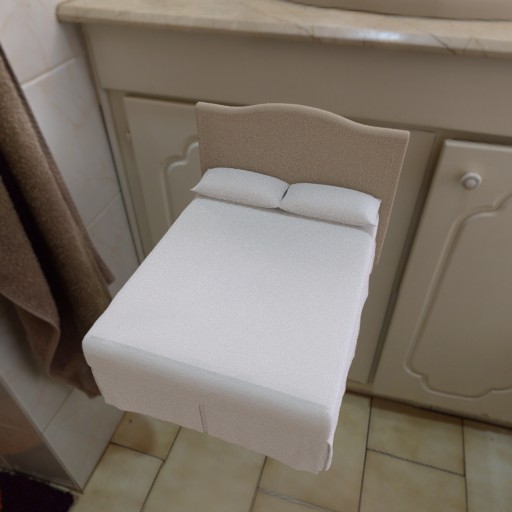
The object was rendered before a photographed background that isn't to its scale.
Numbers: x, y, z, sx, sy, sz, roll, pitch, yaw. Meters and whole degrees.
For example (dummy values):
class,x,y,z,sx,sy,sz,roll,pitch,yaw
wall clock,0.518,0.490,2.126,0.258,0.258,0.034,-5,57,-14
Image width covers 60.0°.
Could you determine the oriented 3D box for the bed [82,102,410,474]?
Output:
class,x,y,z,sx,sy,sz,roll,pitch,yaw
bed,0.000,0.000,3.092,1.678,1.398,2.052,13,43,14
